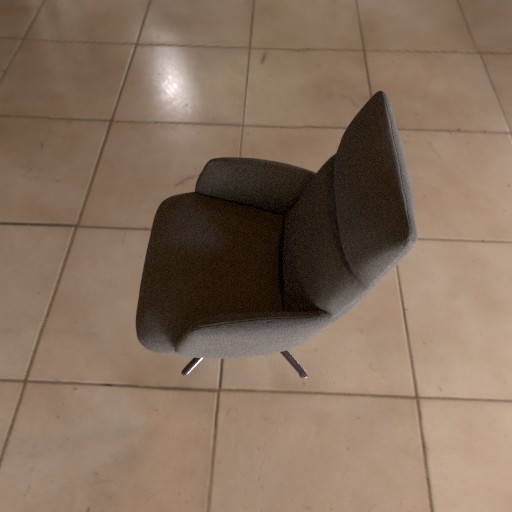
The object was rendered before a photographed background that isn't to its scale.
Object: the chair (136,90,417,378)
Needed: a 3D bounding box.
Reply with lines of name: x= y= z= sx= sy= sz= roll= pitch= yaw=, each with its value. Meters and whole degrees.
chair: x=0.000 y=0.000 z=1.541 sx=0.831 sy=0.984 sz=0.702 roll=1 pitch=58 yaw=1
